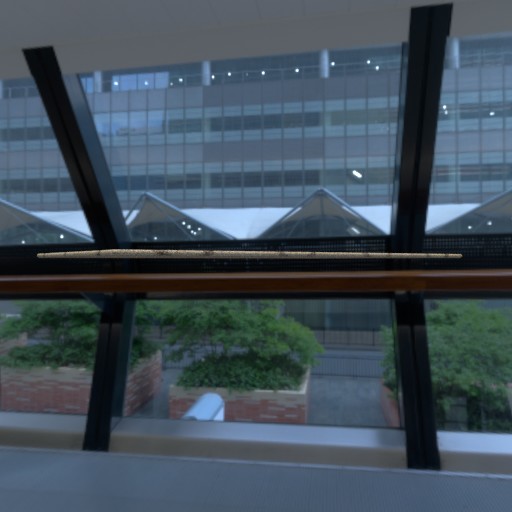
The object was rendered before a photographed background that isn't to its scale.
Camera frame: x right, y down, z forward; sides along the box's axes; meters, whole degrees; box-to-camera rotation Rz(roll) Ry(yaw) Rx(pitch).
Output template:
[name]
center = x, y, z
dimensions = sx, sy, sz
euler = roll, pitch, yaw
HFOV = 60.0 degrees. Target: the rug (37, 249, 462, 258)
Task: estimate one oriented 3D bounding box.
[rug]
center = 0.000, 0.000, 2.890
dimensions = 2.348, 0.024, 1.501
euler = 0, -1, -36
